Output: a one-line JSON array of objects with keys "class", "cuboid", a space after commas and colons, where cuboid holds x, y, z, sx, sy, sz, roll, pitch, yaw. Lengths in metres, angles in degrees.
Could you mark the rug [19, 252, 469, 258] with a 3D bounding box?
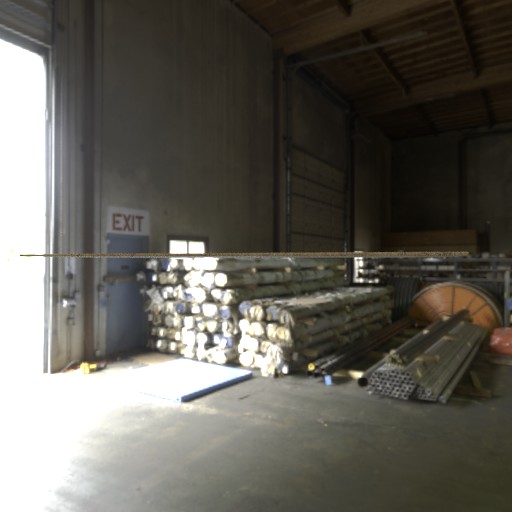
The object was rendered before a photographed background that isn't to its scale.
[{"class": "rug", "cuboid": [0.000, 0.000, 2.848, 2.292, 0.014, 1.528, 0, -1, 18]}]
